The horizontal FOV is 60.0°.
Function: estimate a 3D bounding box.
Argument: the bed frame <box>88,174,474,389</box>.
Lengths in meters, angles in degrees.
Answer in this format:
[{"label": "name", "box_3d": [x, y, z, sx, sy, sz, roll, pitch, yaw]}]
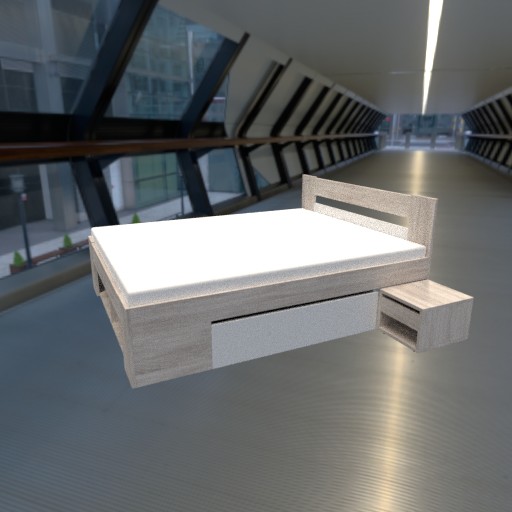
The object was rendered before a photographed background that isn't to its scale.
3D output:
[{"label": "bed frame", "box_3d": [0.000, 0.000, 3.167, 2.050, 0.860, 2.040, -8, 18, -25]}]
